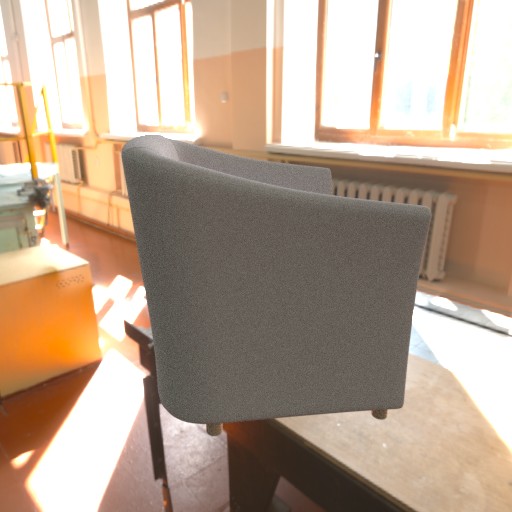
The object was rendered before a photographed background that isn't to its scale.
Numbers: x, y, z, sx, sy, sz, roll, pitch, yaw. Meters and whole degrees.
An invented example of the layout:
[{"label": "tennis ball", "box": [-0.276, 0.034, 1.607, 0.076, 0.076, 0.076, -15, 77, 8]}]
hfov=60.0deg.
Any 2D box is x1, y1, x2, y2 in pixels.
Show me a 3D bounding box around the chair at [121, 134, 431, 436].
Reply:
[{"label": "chair", "box": [0.000, 0.000, 1.369, 0.700, 0.720, 0.790, -3, 18, -8]}]
